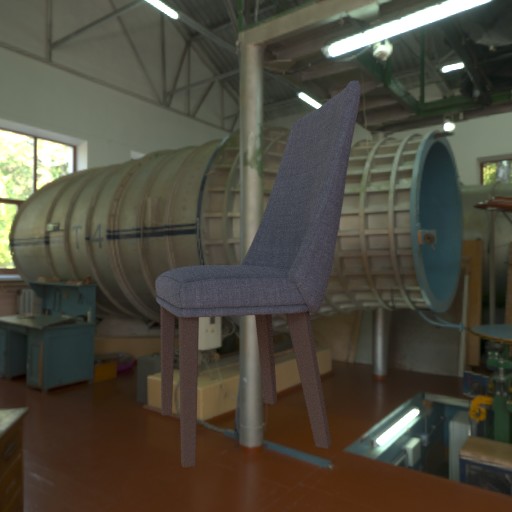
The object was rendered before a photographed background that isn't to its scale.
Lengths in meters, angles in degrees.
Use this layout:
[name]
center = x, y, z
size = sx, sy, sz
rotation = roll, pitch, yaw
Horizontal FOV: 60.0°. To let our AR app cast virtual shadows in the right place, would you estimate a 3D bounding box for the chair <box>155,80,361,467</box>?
[chair]
center = 0.000, 0.000, 1.378
size = 0.577, 1.050, 0.510
rotation = 0, -1, -19
